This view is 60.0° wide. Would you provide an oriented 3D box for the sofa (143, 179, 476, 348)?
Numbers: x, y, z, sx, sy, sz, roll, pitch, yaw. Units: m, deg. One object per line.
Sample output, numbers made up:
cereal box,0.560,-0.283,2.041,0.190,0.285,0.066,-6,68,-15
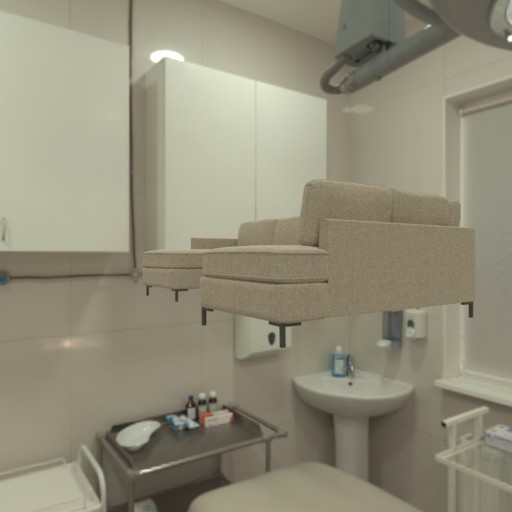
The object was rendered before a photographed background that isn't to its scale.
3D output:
sofa,0.000,0.000,4.391,2.021,0.996,3.423,0,0,-35
